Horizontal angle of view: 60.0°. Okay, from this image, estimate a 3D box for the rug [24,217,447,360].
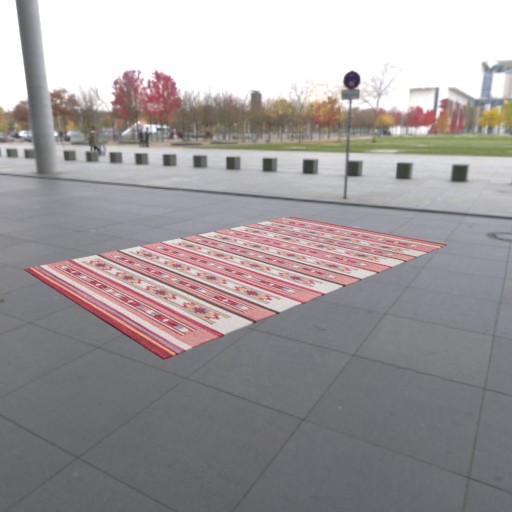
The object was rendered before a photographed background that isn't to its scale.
[{"bbox_3d":[0.000,0.000,2.967,2.431,0.010,1.535,-15,21,-42],"label":"rug"}]
